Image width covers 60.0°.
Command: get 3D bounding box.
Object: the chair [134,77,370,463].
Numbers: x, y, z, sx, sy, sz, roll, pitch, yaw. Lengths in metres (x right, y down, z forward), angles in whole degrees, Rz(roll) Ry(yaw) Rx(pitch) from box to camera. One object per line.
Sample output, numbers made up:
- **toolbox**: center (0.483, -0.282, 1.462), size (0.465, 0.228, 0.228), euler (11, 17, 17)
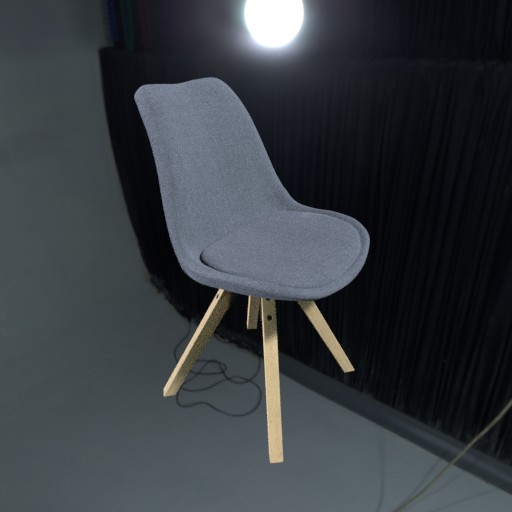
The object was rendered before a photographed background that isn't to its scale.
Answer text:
- **chair**: center (0.000, 0.000, 1.192), size (0.550, 0.850, 0.485), euler (18, 32, 32)
